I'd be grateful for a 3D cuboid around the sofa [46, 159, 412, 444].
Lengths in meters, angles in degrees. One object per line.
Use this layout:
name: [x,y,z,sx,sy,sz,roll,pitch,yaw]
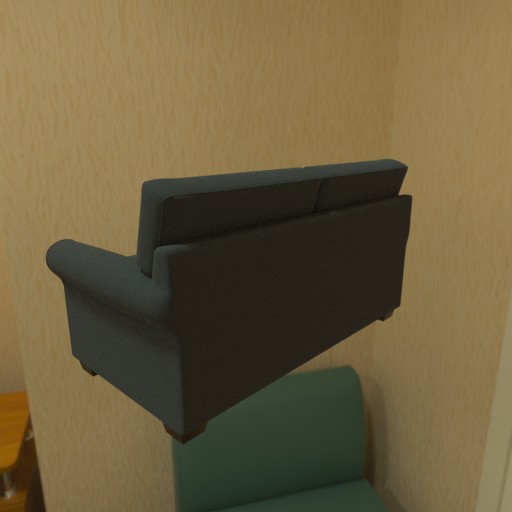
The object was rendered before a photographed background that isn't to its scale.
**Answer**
sofa: [0.000,0.000,2.475,0.940,1.020,1.930,14,21,41]
